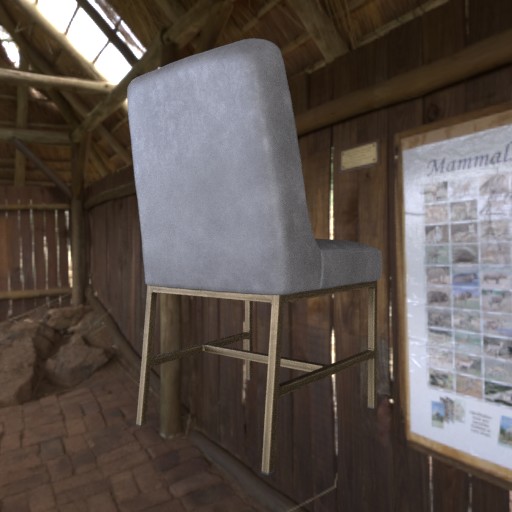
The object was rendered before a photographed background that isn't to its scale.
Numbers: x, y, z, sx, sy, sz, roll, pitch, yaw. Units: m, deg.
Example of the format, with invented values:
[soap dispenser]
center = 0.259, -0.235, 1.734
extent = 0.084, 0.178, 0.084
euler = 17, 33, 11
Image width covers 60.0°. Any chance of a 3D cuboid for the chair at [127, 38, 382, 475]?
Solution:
[chair]
center = 0.000, 0.000, 1.222
extent = 0.508, 0.889, 0.587
euler = 1, 1, 37
